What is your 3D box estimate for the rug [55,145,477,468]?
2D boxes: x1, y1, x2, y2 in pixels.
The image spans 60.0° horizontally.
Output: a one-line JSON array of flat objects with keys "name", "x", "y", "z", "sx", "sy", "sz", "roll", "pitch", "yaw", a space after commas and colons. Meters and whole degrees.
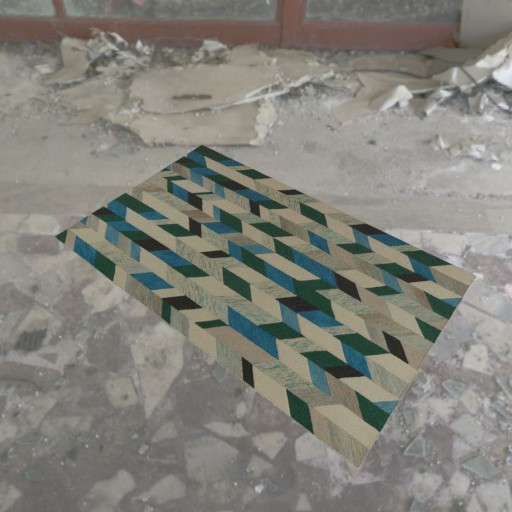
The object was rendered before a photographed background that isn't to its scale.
[{"name": "rug", "x": 0.000, "y": 0.000, "z": 2.968, "sx": 2.433, "sy": 0.007, "sz": 1.507, "roll": 30, "pitch": 54, "yaw": 26}]
